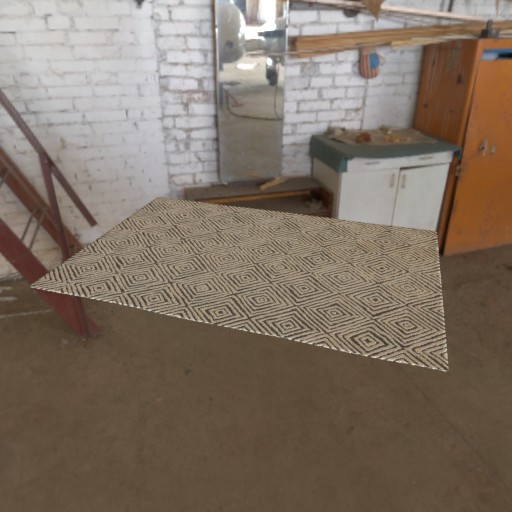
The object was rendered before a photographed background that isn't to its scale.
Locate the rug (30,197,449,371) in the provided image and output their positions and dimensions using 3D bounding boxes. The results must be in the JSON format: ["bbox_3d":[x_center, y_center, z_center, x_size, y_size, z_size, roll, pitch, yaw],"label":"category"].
[{"bbox_3d":[0.000,0.000,2.229,1.750,0.004,1.177,9,30,16],"label":"rug"}]
